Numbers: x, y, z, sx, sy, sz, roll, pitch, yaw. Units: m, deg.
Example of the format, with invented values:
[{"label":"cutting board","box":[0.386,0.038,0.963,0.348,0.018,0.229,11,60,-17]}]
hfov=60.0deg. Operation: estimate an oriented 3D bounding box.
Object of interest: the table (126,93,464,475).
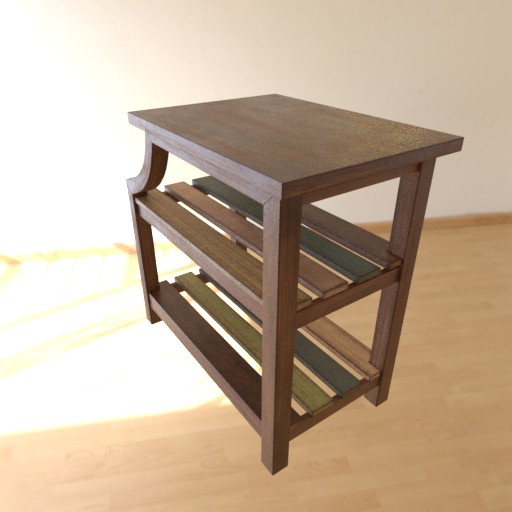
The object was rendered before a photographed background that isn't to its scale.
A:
[{"label":"table","box":[0.000,0.000,0.952,0.356,0.584,0.609,-19,35,-30]}]
